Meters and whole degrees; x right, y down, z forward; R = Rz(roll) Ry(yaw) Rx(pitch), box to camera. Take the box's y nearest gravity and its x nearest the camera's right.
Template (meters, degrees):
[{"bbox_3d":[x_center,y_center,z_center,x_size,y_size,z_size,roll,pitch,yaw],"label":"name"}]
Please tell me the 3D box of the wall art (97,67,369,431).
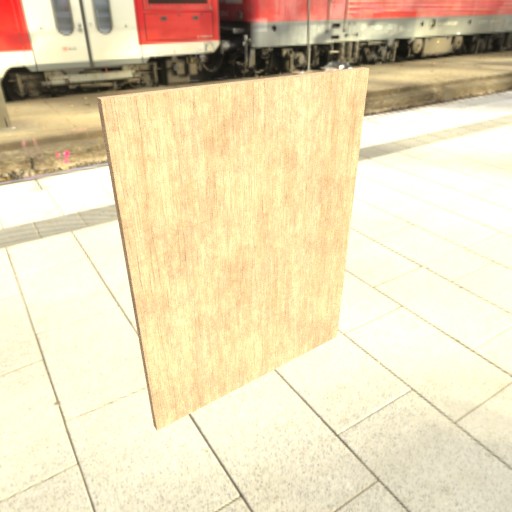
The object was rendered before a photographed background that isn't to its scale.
[{"bbox_3d":[0.000,0.000,0.920,0.534,0.686,0.018,-20,36,-30],"label":"wall art"}]
